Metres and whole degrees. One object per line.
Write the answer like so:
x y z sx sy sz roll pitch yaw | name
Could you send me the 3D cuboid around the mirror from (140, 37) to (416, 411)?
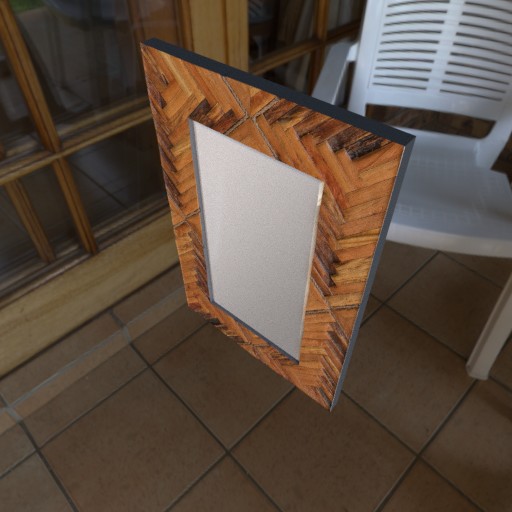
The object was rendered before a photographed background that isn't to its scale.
0.000 0.000 1.133 0.606 0.912 0.044 31 54 26 | mirror
